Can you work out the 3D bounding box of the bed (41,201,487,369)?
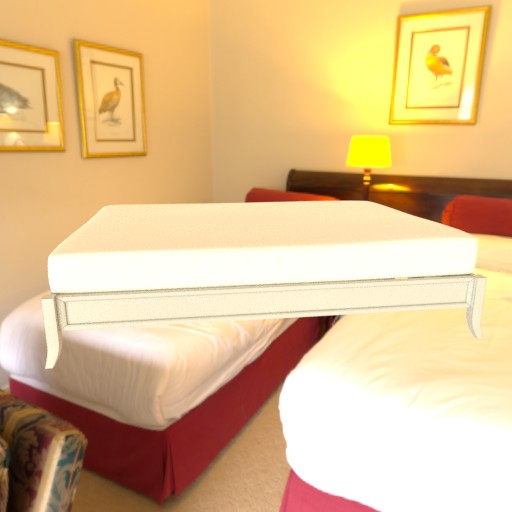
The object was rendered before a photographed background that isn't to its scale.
[{"bbox_3d":[0.000,0.000,2.611,1.985,0.510,1.460,-2,15,-8],"label":"bed"}]
